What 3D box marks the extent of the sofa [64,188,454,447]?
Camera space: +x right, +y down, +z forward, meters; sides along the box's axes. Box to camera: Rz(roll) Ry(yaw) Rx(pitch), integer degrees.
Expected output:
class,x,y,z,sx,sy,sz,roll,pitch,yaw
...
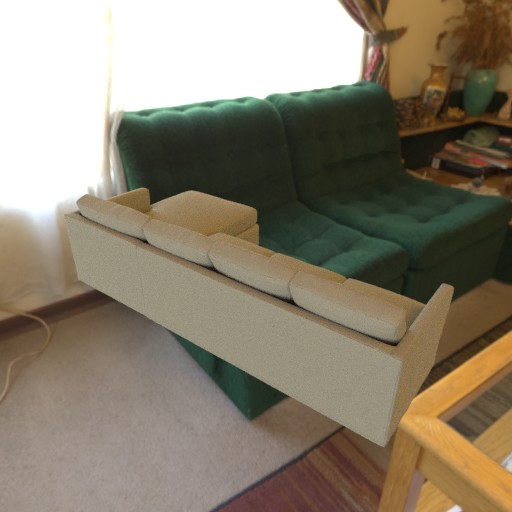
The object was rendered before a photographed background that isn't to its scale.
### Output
class,x,y,z,sx,sy,sz,roll,pitch,yaw
sofa,0.000,0.000,3.843,3.177,0.867,1.622,20,35,32
